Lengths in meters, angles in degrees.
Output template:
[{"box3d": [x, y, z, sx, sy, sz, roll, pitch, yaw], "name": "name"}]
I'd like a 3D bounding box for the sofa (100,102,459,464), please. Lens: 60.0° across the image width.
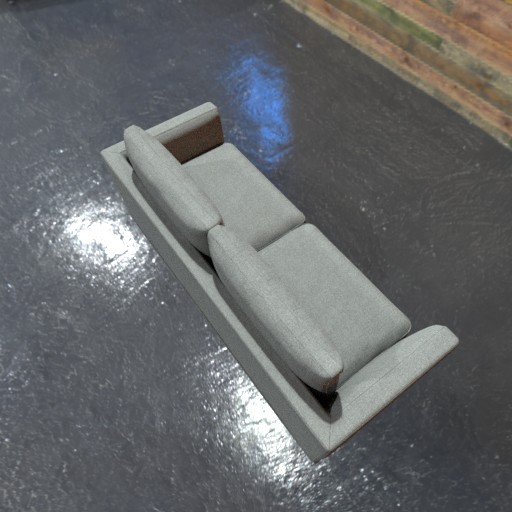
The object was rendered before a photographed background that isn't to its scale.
[{"box3d": [0.000, 0.000, 2.673, 0.869, 1.002, 2.212, -32, 62, -19], "name": "sofa"}]
